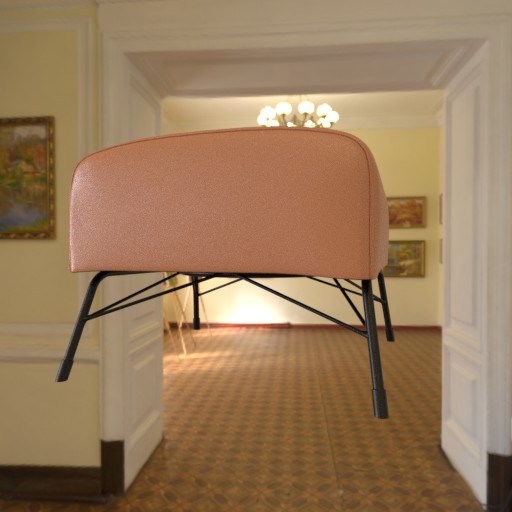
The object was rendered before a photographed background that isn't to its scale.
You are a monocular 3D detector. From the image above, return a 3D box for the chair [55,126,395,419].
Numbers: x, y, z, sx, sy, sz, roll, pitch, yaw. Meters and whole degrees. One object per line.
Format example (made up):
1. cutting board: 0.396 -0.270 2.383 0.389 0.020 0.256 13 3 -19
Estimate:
1. chair: 0.000 0.000 0.896 0.530 0.410 0.530 0 1 18
